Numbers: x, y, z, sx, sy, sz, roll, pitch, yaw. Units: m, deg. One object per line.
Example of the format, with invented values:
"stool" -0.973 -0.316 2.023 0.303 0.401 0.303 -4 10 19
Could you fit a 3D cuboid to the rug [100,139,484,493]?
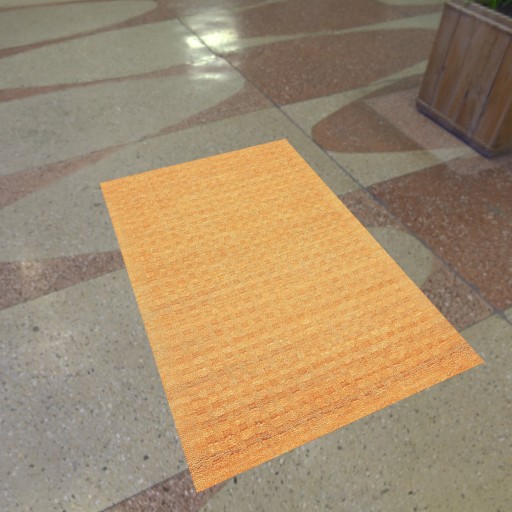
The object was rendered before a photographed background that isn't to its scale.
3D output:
"rug" 0.000 0.000 2.758 1.524 0.006 2.285 -17 49 -16
